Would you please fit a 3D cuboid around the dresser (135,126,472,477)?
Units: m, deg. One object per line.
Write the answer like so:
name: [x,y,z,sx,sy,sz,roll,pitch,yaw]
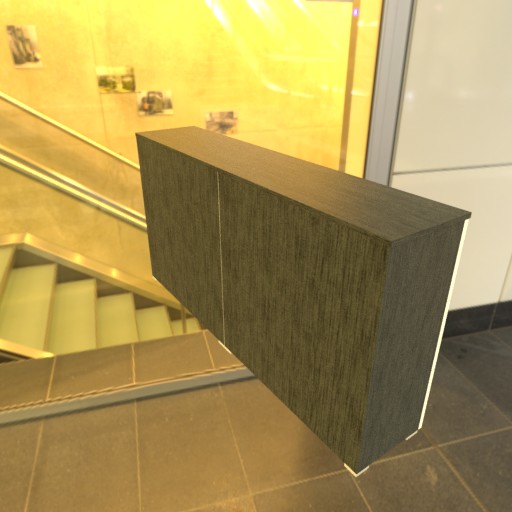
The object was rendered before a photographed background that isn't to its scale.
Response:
dresser: [0.000,0.000,1.818,0.333,0.790,1.535,-17,31,-31]
